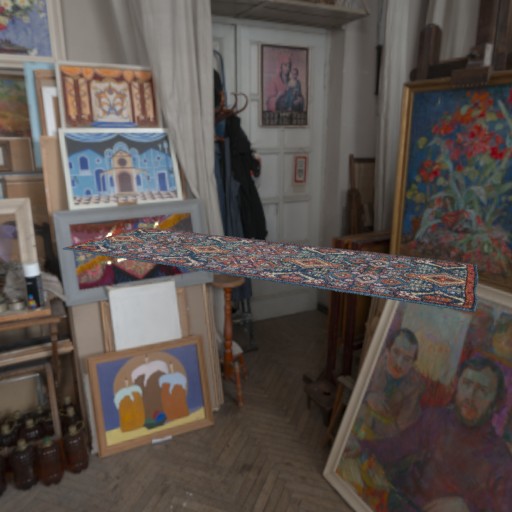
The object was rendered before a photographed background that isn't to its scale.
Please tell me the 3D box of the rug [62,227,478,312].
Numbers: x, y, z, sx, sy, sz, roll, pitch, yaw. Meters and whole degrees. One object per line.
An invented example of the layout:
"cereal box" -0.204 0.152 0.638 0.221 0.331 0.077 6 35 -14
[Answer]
"rug" 0.000 0.000 2.728 2.459 0.010 0.801 7 17 25
